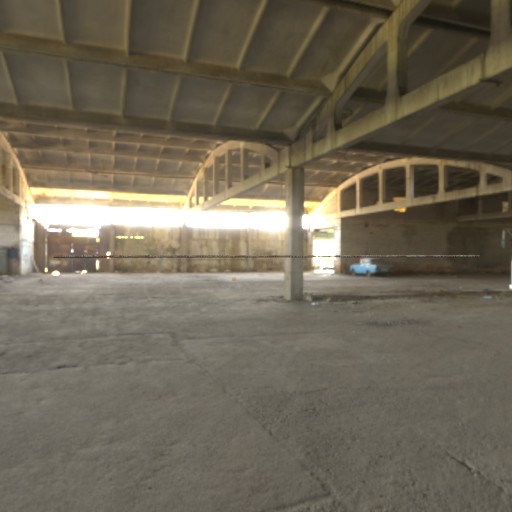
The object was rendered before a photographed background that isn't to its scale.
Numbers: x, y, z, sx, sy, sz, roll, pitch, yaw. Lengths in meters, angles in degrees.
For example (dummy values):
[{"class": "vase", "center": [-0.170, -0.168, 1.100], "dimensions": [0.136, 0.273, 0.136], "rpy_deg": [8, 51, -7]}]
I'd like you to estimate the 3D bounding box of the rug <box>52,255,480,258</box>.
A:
[{"class": "rug", "center": [0.000, 0.000, 3.079], "dimensions": [2.435, 0.011, 1.526], "rpy_deg": [0, 0, -19]}]
